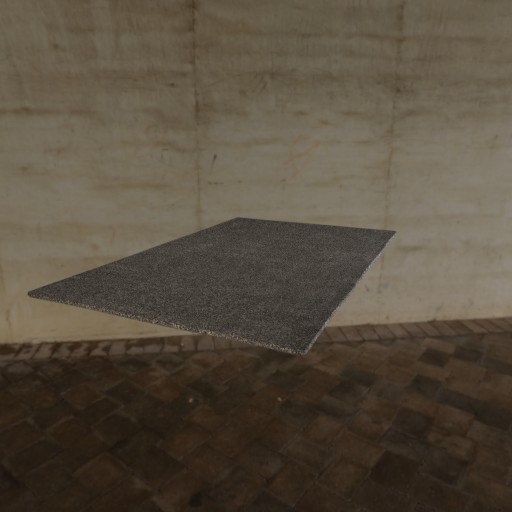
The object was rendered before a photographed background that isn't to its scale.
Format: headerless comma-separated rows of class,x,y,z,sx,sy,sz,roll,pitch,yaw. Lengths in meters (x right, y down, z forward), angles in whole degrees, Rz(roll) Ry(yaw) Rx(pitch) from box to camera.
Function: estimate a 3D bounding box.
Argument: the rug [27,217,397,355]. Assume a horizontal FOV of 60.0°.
rug,0.000,0.000,2.986,1.502,0.025,2.350,7,17,24
